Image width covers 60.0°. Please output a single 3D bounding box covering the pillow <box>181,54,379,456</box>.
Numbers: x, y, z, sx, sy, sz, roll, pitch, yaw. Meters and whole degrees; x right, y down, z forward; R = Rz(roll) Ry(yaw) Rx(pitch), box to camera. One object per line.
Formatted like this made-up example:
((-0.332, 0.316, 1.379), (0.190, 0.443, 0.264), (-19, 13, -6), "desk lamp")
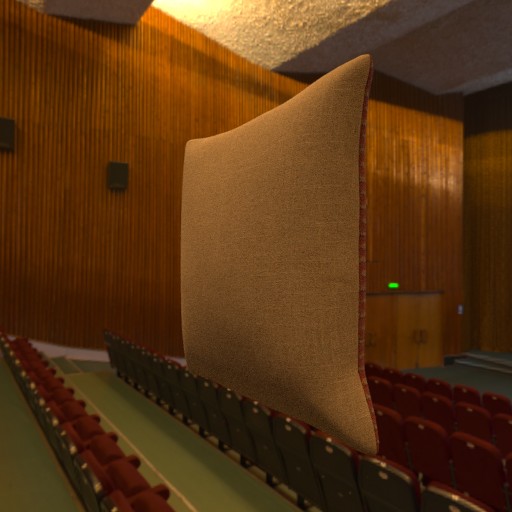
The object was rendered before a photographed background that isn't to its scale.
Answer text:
((0.000, 0.000, 0.759), (0.182, 0.503, 0.511), (0, -1, -35), "pillow")
